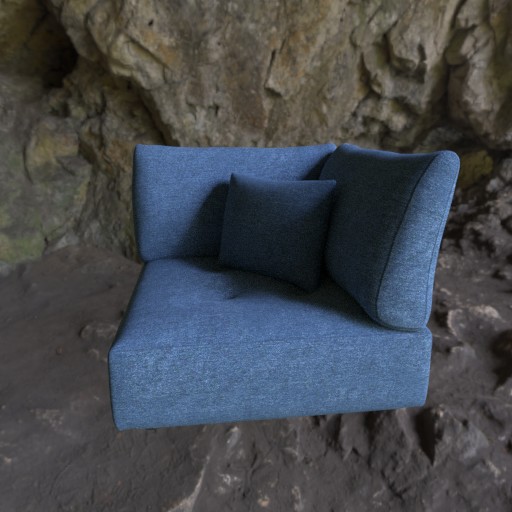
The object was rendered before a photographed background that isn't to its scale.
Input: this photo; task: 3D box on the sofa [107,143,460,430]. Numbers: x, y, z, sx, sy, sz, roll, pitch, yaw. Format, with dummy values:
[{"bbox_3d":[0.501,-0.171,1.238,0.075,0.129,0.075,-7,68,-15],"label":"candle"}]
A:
[{"bbox_3d":[0.000,0.000,1.694,1.000,0.820,1.000,-2,15,-7],"label":"sofa"}]
